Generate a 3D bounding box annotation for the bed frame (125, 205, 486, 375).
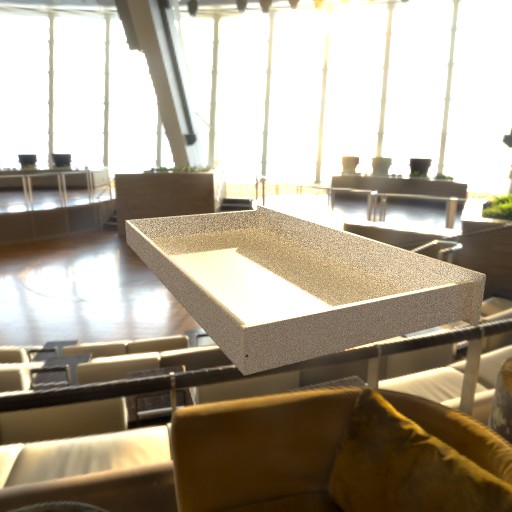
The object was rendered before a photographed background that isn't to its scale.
[{"bbox_3d":[0.000,0.000,1.566,0.670,0.141,1.300,-7,17,-25],"label":"bed frame"}]
